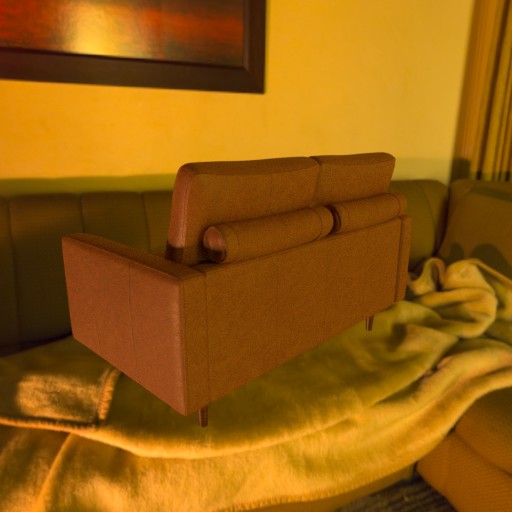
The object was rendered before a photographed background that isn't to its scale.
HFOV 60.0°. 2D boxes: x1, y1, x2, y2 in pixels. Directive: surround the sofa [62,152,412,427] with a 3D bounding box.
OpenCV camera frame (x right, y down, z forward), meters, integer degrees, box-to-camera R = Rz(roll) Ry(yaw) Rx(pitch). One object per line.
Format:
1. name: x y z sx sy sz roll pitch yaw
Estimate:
1. sofa: 0.000 0.000 1.998 0.868 0.898 1.430 15 21 43
